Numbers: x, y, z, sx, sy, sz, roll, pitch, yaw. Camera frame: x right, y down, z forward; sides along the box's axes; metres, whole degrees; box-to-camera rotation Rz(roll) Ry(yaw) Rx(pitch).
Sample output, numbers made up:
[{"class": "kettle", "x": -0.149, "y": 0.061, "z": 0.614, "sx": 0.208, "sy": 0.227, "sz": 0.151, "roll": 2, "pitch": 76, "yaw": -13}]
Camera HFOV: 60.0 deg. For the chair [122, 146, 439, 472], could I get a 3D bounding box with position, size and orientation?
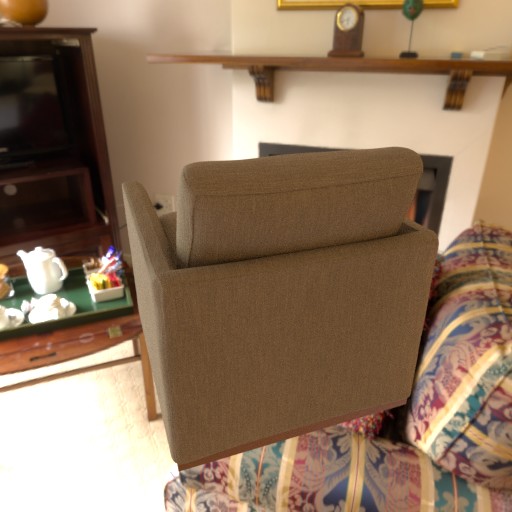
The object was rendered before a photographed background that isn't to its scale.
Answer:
[{"class": "chair", "x": 0.000, "y": 0.000, "z": 1.466, "sx": 0.763, "sy": 0.811, "sz": 0.834, "roll": -9, "pitch": 27, "yaw": -18}]
